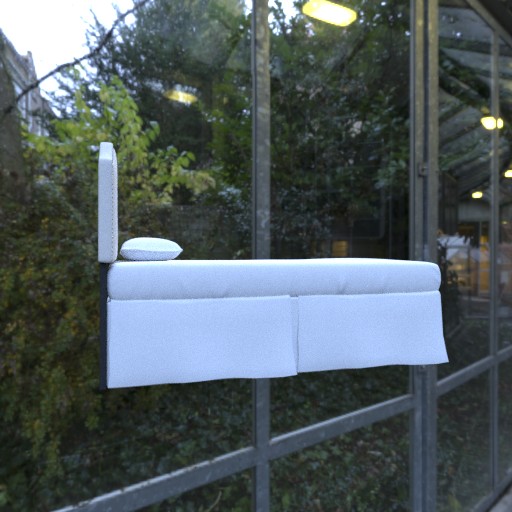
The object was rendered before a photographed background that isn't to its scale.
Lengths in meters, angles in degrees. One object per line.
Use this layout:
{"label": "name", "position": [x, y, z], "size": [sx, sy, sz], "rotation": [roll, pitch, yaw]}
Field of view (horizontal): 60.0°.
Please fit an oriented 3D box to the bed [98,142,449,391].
{"label": "bed", "position": [0.000, 0.000, 3.058], "size": [1.999, 1.270, 1.558], "rotation": [0, 0, -17]}
